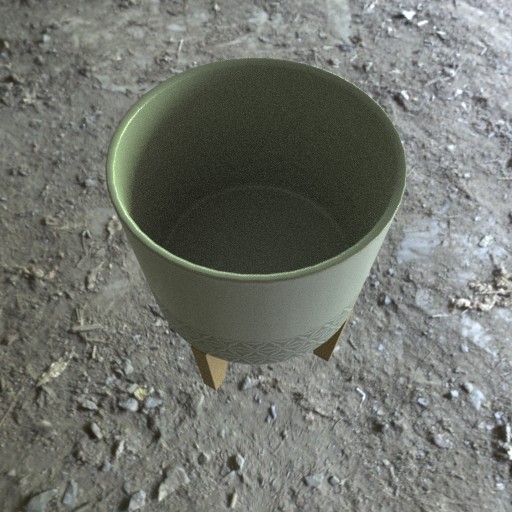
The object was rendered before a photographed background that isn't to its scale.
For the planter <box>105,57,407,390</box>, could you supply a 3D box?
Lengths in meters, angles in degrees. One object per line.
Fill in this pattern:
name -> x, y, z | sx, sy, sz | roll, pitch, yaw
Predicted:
planter -> 0.000, 0.000, 0.391 | 0.188, 0.260, 0.188 | 0, 59, 0
